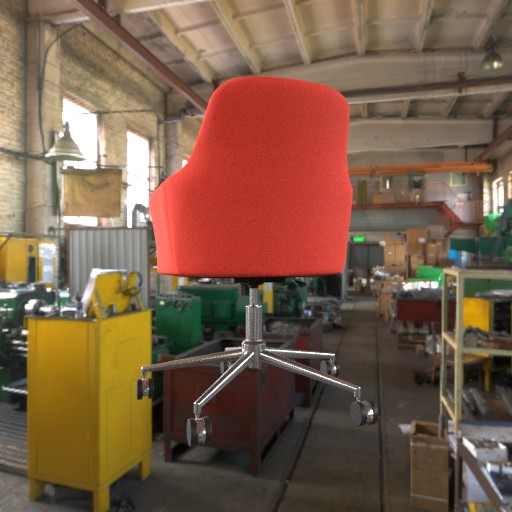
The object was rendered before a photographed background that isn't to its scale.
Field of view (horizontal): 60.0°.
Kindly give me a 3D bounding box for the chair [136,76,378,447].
[{"bbox_3d":[0.000,0.000,1.278,0.655,0.820,0.600,0,0,-19],"label":"chair"}]
